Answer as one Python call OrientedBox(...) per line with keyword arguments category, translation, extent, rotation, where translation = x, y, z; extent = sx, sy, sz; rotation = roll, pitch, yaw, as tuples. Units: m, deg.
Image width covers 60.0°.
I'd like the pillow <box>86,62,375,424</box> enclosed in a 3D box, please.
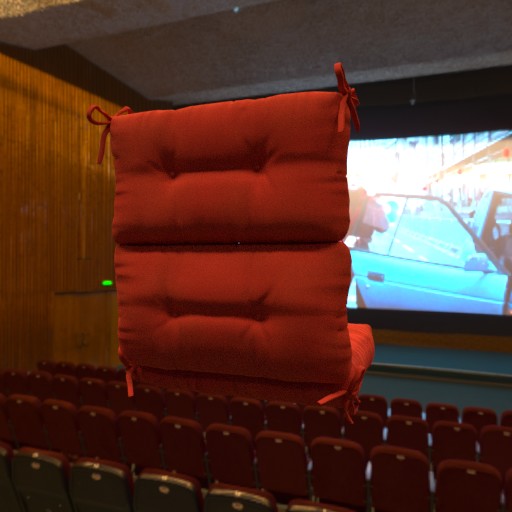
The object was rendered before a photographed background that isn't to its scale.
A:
OrientedBox(category="pillow", translation=(0.000, 0.000, 1.016), extent=(0.519, 0.605, 0.571), rotation=(0, 0, 19))
